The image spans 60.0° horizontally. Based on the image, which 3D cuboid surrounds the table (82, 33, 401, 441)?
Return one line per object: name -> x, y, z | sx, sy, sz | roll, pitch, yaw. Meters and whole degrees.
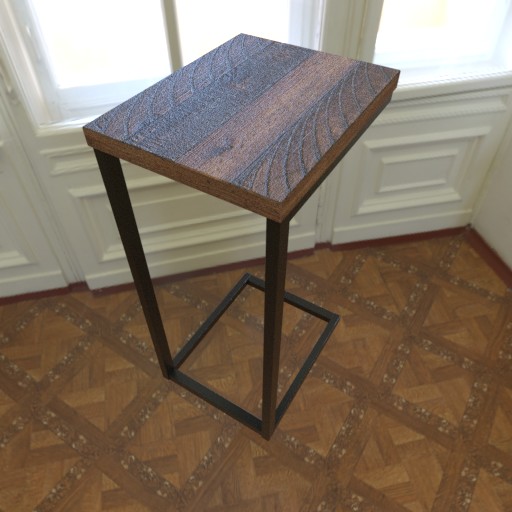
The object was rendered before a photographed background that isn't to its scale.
table -> 0.000, 0.000, 0.944 | 0.323, 0.718, 0.414 | 24, 51, 21
